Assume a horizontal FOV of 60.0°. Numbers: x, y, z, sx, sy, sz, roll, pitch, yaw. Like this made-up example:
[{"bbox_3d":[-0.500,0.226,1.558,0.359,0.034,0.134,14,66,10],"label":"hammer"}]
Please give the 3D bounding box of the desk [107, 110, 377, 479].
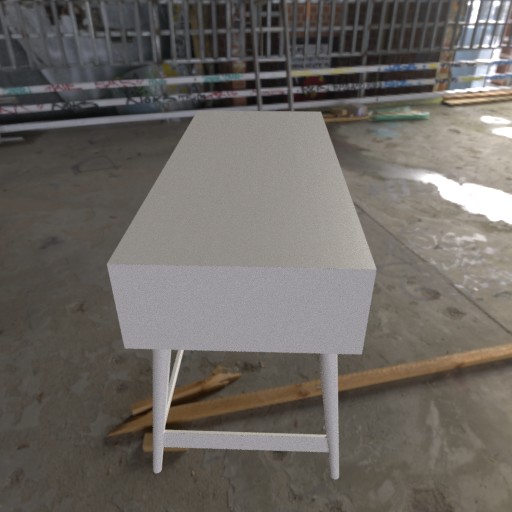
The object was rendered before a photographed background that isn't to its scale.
[{"bbox_3d":[0.000,0.000,1.693,0.589,0.762,1.313,1,32,2],"label":"desk"}]
